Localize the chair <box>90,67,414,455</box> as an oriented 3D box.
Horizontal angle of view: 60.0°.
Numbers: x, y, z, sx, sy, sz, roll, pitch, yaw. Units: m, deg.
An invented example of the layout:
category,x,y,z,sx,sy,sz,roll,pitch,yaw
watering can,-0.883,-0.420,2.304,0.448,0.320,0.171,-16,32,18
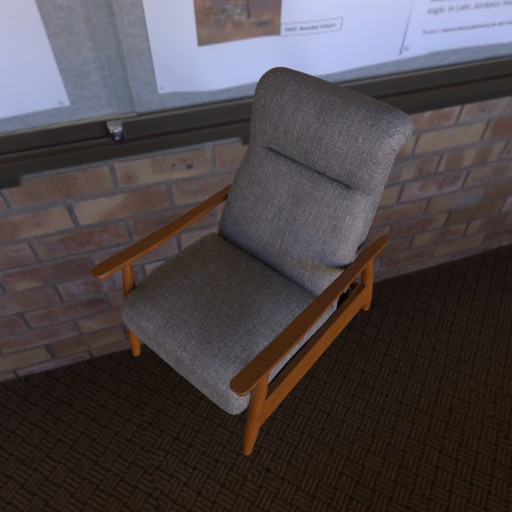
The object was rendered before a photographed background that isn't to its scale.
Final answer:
category,x,y,z,sx,sy,sz,roll,pitch,yaw
chair,0.000,0.000,1.806,0.762,1.082,1.030,32,55,26
